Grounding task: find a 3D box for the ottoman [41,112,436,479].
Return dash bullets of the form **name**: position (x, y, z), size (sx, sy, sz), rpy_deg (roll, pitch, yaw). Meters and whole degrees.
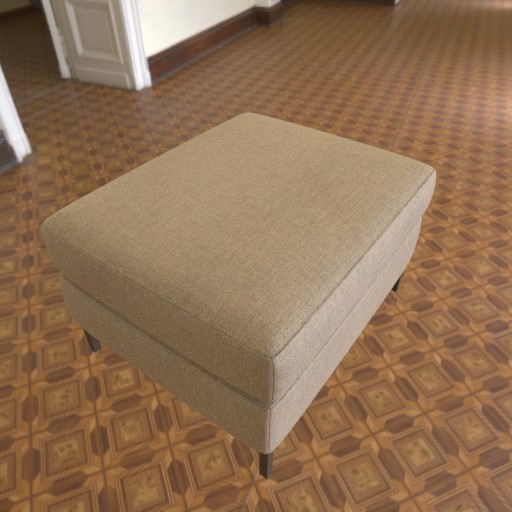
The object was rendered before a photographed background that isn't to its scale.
- **ottoman**: position (0.000, 0.000, 1.214), size (0.671, 0.490, 0.820), rpy_deg (25, 46, 27)
